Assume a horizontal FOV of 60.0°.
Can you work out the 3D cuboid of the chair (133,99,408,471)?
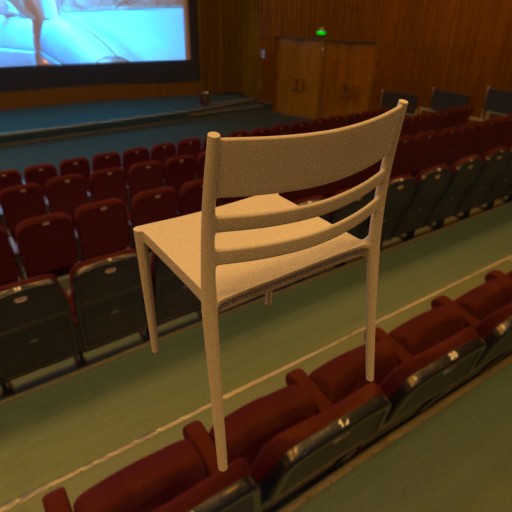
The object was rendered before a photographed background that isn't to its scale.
[{"bbox_3d":[0.000,0.000,1.157,0.531,0.800,0.511,-19,35,-29],"label":"chair"}]
